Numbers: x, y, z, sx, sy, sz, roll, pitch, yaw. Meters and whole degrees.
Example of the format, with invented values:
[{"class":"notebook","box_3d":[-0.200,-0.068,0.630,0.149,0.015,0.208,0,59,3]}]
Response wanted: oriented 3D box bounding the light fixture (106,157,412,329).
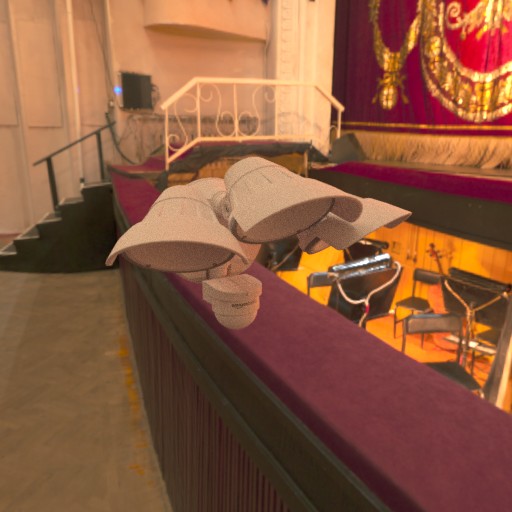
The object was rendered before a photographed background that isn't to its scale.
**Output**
[{"class":"light fixture","box_3d":[0.000,0.000,0.544,0.369,0.237,0.278,-8,17,-27]}]
